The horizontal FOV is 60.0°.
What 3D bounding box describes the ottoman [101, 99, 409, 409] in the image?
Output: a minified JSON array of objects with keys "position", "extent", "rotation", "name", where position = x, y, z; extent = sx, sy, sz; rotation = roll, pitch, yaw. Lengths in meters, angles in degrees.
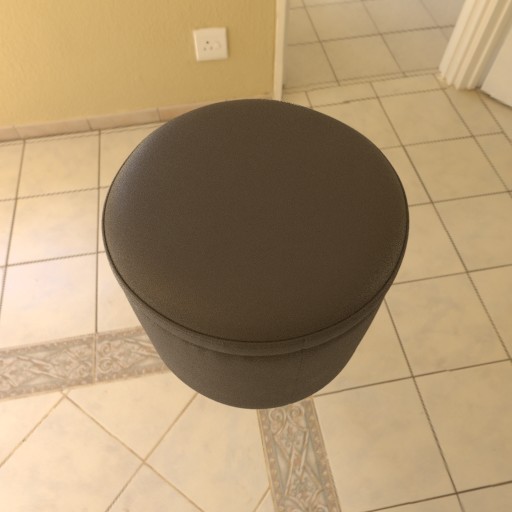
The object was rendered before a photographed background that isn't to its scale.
[{"position":[0.000,0.000,0.865],"extent":[0.500,0.409,0.500],"rotation":[0,58,0],"name":"ottoman"}]
